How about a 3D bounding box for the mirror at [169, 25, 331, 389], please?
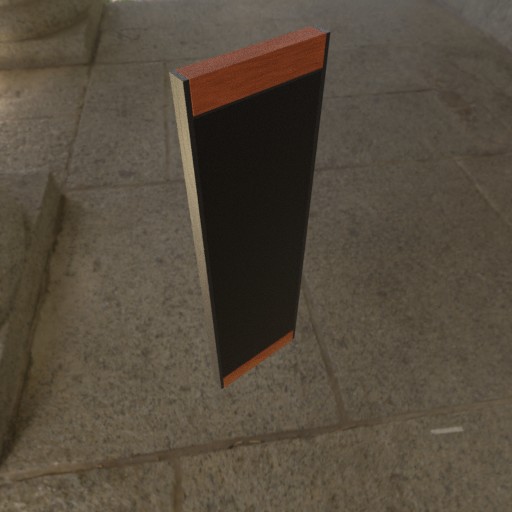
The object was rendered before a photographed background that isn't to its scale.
[{"bbox_3d":[0.000,0.000,1.232,0.343,1.123,0.047,-30,54,-25],"label":"mirror"}]
